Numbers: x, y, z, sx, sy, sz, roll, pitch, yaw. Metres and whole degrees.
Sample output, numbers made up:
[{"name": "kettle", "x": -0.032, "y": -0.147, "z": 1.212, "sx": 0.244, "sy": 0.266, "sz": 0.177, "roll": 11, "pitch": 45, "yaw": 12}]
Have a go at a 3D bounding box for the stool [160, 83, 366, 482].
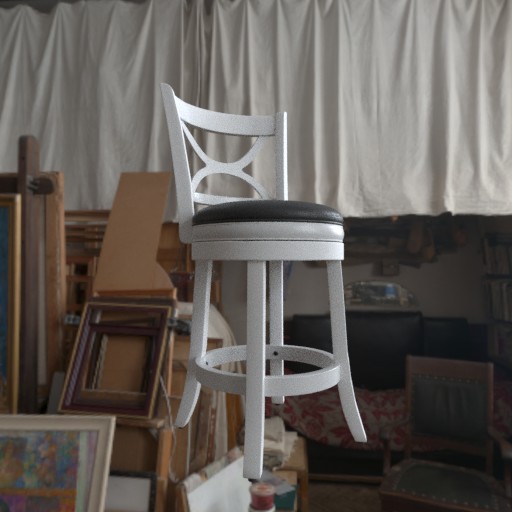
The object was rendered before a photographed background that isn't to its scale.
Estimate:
[{"name": "stool", "x": 0.000, "y": 0.000, "z": 1.225, "sx": 0.444, "sy": 0.953, "sz": 0.508, "roll": 0, "pitch": 0, "yaw": -35}]
